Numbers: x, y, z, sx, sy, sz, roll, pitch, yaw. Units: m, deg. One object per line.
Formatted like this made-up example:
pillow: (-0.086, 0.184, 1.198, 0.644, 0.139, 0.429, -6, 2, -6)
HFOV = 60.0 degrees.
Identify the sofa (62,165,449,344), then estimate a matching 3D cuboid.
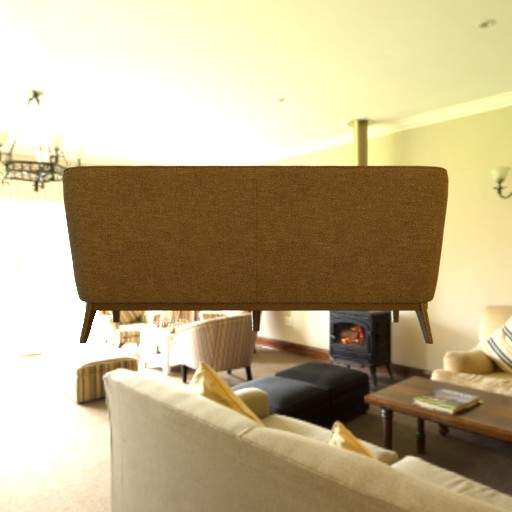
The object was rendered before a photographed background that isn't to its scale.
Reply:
sofa: (0.000, 0.000, 2.407, 1.928, 0.829, 0.867, 0, 0, 0)
